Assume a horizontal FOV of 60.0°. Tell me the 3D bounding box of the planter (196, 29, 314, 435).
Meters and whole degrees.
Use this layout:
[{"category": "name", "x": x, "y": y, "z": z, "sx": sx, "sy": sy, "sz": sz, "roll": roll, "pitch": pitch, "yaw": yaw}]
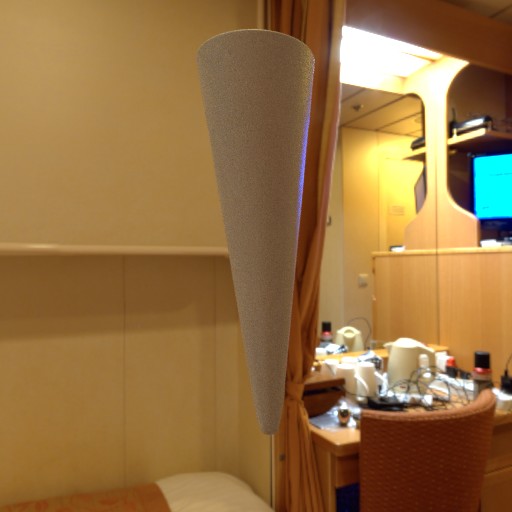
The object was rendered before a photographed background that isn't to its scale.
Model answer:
[{"category": "planter", "x": 0.000, "y": 0.000, "z": 0.217, "sx": 0.057, "sy": 0.191, "sz": 0.064, "roll": 0, "pitch": -1, "yaw": 18}]
